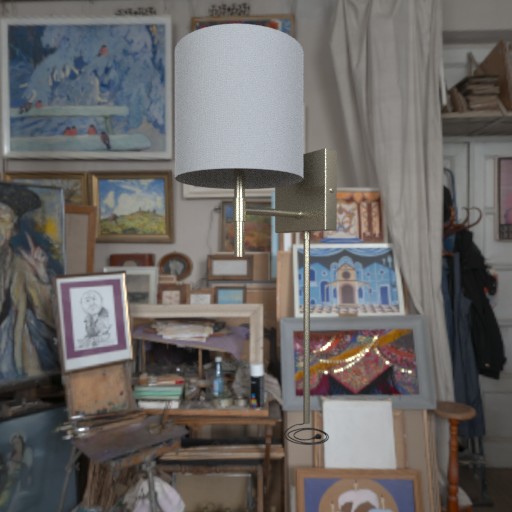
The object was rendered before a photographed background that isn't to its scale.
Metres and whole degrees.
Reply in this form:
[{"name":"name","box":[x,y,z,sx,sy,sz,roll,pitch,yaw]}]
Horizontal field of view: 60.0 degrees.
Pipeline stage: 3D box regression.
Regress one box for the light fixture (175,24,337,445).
[{"name":"light fixture","box":[0.000,0.000,0.674,0.248,0.589,0.188,0,1,-36]}]
